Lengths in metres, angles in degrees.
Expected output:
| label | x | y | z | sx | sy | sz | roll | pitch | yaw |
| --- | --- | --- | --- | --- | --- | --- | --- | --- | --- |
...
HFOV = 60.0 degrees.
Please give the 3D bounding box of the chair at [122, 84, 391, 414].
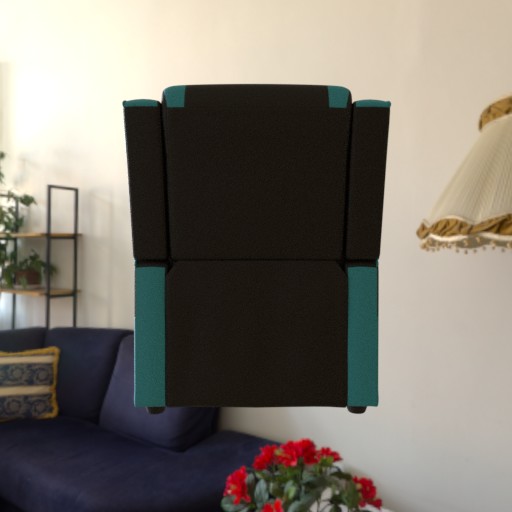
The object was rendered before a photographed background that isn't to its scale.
| label | x | y | z | sx | sy | sz | roll | pitch | yaw |
| --- | --- | --- | --- | --- | --- | --- | --- | --- | --- |
| chair | 0.000 | 0.000 | 1.333 | 0.620 | 0.805 | 0.672 | 0 | 1 | 0 |
